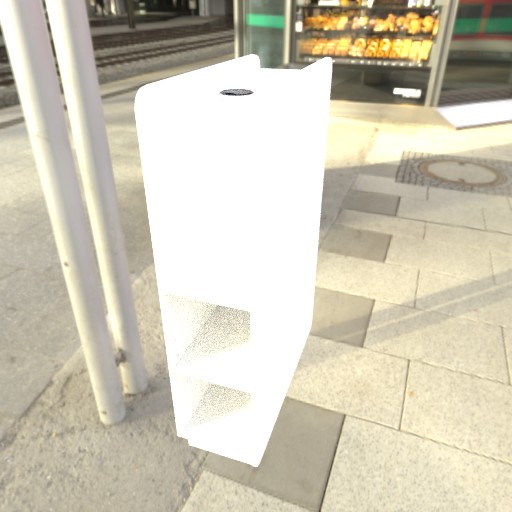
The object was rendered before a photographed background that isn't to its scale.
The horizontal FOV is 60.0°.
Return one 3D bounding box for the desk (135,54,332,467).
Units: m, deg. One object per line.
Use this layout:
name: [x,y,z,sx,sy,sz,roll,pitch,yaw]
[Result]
desk: [0.000,0.000,1.514,0.278,1.190,0.795,10,31,17]
